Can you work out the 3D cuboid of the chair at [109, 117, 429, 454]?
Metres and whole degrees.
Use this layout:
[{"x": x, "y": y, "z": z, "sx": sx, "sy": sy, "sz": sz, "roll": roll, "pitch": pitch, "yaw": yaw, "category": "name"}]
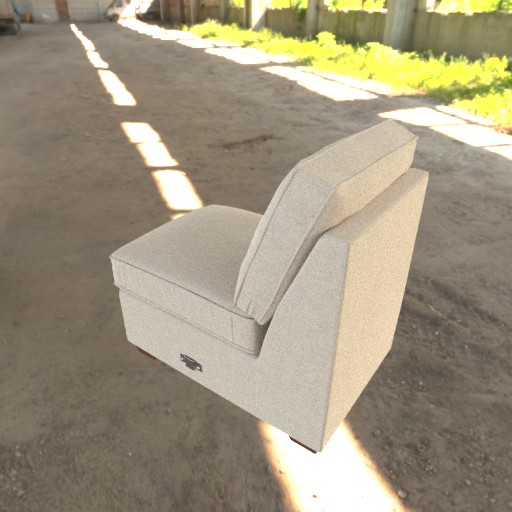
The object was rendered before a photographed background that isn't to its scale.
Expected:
[{"x": 0.000, "y": 0.000, "z": 1.602, "sx": 0.938, "sy": 0.970, "sz": 0.621, "roll": 20, "pitch": 36, "yaw": 30, "category": "chair"}]
